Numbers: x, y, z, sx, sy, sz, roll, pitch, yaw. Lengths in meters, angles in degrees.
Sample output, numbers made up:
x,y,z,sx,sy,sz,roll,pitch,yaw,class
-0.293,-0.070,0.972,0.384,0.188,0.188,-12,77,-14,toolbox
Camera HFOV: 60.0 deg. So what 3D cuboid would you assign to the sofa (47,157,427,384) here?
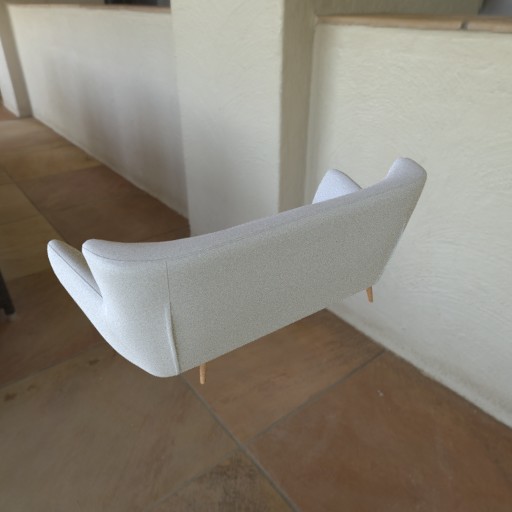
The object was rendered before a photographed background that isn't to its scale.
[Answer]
x,y,z,sx,sy,sz,roll,pitch,yaw,class
0.000,0.000,2.418,1.930,0.890,0.899,-19,35,-30,sofa
